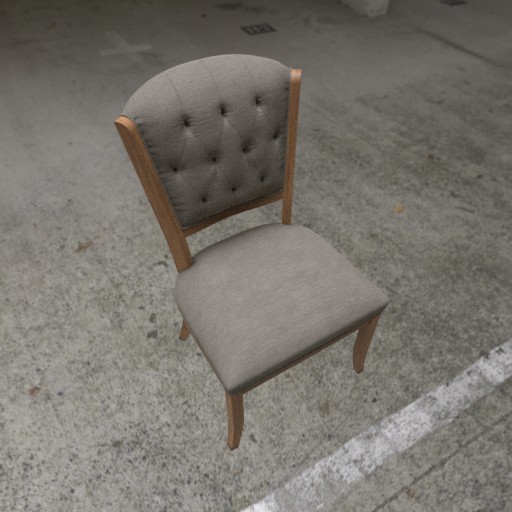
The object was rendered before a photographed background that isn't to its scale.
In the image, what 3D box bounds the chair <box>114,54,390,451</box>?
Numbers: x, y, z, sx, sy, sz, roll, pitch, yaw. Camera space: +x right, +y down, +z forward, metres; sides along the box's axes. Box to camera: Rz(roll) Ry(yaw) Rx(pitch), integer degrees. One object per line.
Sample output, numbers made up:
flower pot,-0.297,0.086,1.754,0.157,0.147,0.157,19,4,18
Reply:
chair,0.000,0.000,1.244,0.513,0.905,0.584,-24,51,-21
